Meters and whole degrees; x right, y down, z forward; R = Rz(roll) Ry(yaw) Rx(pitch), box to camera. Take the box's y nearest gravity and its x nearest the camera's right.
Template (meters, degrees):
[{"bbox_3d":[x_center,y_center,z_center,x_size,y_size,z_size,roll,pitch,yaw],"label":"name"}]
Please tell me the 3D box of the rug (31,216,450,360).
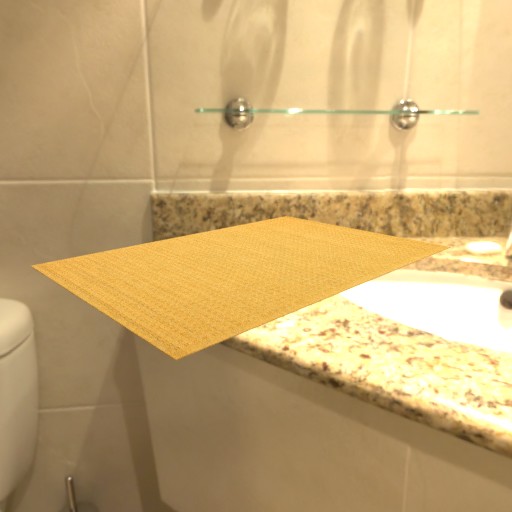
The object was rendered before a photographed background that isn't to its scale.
[{"bbox_3d":[0.000,0.000,3.675,2.895,0.006,1.981,-15,22,-41],"label":"rug"}]
